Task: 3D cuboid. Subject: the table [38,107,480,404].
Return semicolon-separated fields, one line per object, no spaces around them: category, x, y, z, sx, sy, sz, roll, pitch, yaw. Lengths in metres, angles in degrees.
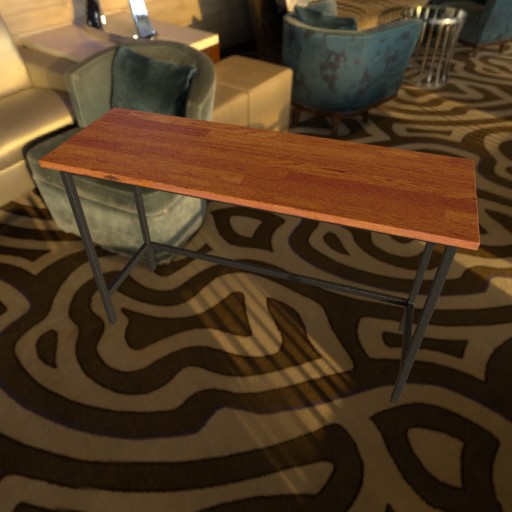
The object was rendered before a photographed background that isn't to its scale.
table;0.000;0.000;1.533;1.204;0.740;0.408;12;42;14
